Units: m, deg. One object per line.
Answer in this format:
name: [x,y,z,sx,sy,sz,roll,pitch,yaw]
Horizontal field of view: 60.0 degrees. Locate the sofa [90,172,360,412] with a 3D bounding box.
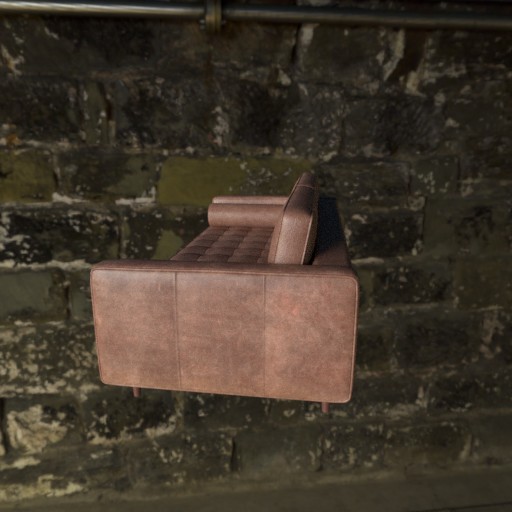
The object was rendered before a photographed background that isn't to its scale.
sofa: [0.000,0.000,2.335,0.910,0.760,1.870,2,15,8]
